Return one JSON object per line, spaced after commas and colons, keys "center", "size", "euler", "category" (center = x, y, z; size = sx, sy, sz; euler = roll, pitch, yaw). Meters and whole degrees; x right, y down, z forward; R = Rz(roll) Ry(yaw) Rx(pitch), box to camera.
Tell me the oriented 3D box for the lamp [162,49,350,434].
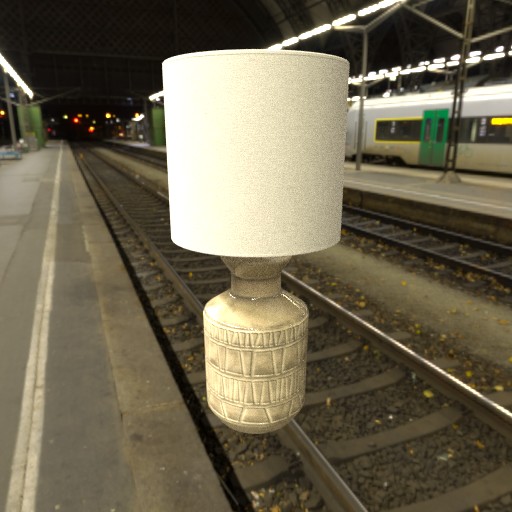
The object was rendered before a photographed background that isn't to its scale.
{"center": [0.000, 0.000, 0.571], "size": [0.211, 0.455, 0.211], "euler": [-15, 21, -42], "category": "lamp"}
